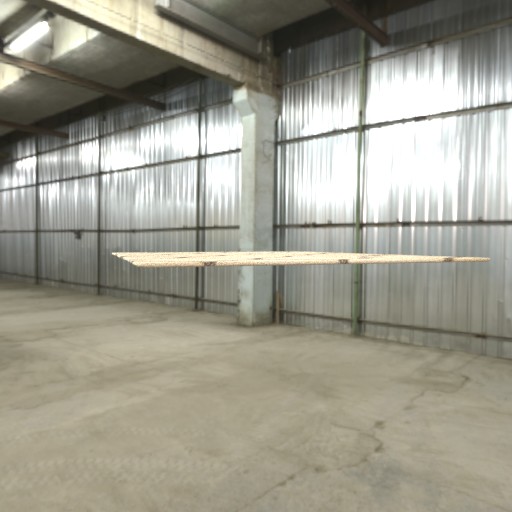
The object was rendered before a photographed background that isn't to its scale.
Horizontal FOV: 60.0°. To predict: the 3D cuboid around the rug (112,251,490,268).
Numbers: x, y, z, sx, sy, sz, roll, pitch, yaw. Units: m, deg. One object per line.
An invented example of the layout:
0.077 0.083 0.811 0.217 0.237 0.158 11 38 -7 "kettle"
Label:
0.000 0.000 4.063 2.399 0.026 3.000 -1 2 -20 "rug"
